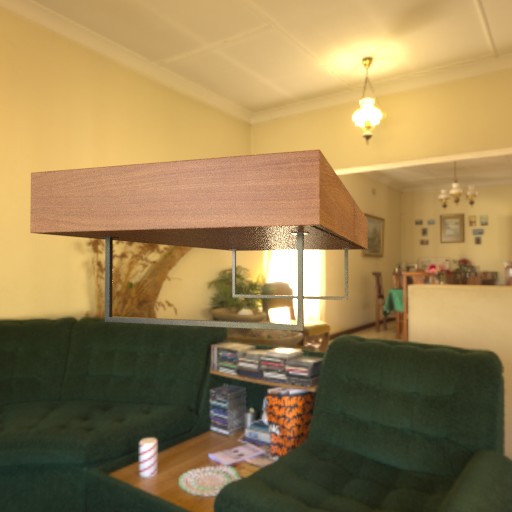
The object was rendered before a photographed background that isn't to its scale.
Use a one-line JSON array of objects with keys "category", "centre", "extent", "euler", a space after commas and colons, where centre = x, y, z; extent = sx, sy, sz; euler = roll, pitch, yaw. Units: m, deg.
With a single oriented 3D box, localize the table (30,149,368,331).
[{"category": "table", "centre": [0.000, 0.000, 1.403], "extent": [0.610, 0.330, 1.194], "euler": [0, -1, 18]}]
